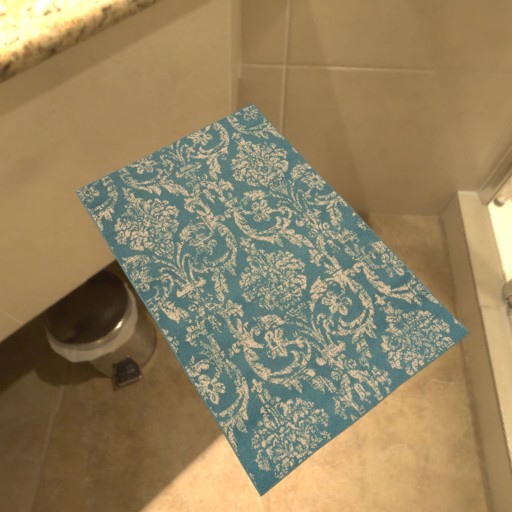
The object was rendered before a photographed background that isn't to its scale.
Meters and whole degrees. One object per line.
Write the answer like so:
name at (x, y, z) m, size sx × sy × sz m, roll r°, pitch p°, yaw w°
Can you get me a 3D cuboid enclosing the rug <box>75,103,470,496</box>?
rug at (0.000, 0.000, 2.299) m, size 1.211 × 0.012 × 1.833 m, roll -31°, pitch 66°, yaw -15°
